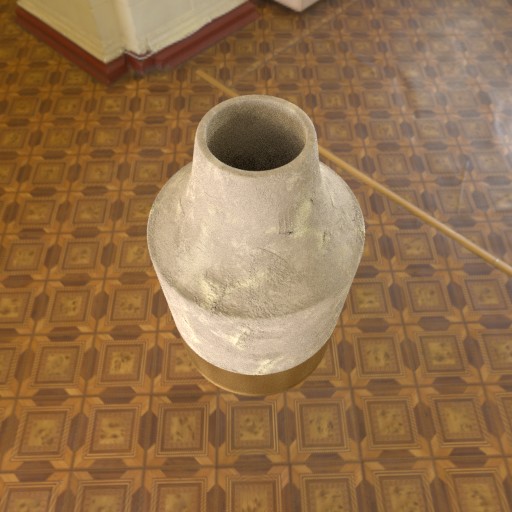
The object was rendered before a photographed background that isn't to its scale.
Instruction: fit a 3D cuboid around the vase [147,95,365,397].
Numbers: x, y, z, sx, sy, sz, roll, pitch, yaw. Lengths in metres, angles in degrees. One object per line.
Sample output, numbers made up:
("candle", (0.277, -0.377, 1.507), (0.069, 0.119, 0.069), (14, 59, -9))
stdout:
("vase", (0.000, 0.000, 0.420), (0.184, 0.305, 0.184), (0, 58, 0))
